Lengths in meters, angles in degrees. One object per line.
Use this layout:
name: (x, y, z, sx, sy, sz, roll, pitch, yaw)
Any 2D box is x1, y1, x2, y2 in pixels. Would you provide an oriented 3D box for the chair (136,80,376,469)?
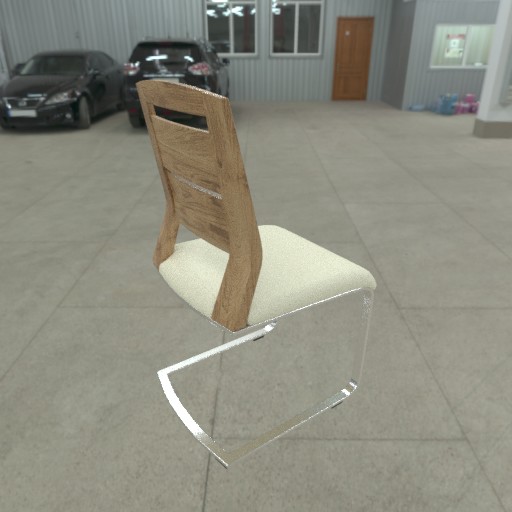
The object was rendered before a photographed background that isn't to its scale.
chair: (0.000, 0.000, 1.270, 0.561, 0.955, 0.457, -17, 30, -31)
